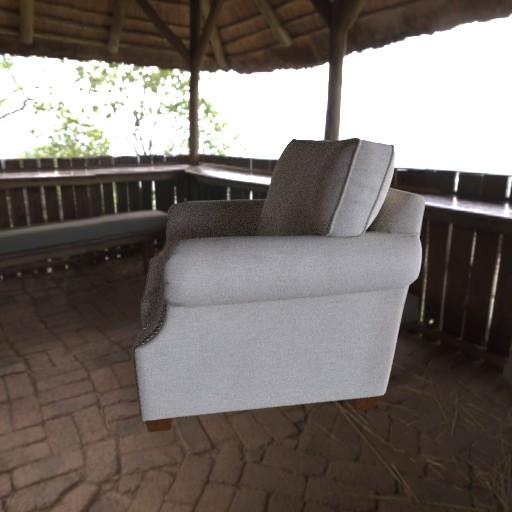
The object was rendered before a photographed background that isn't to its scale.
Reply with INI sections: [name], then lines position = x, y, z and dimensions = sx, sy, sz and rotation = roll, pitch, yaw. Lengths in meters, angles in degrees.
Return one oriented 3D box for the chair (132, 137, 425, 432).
[chair]
position = 0.000, 0.000, 1.860
dimensions = 0.965, 0.961, 1.092
rotation = -3, 15, -10
